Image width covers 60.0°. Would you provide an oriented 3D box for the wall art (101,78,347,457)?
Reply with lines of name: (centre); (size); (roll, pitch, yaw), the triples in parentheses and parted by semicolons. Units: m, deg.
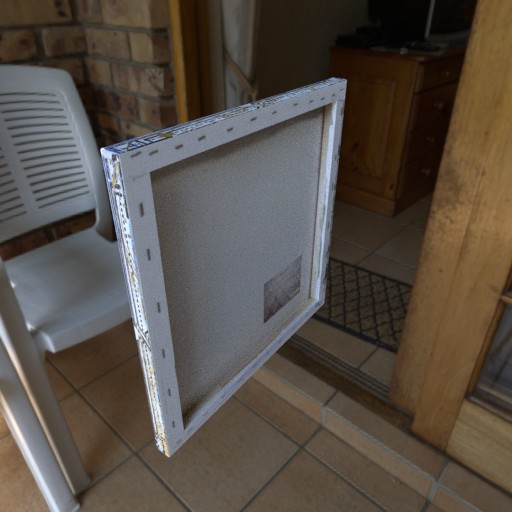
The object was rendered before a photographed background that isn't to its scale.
wall art: (0.000, 0.000, 0.916); (0.036, 0.607, 0.609); (21, 38, 31)
